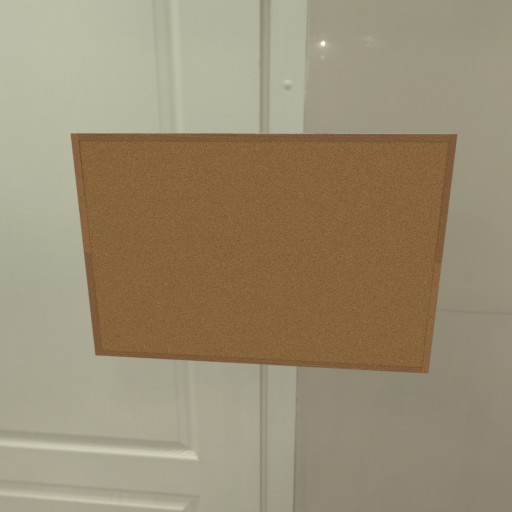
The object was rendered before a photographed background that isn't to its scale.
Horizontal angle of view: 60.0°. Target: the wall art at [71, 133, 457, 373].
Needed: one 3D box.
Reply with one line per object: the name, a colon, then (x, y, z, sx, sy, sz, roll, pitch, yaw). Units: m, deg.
wall art: (0.000, 0.000, 1.422, 1.141, 0.758, 0.035, 2, 16, 6)
